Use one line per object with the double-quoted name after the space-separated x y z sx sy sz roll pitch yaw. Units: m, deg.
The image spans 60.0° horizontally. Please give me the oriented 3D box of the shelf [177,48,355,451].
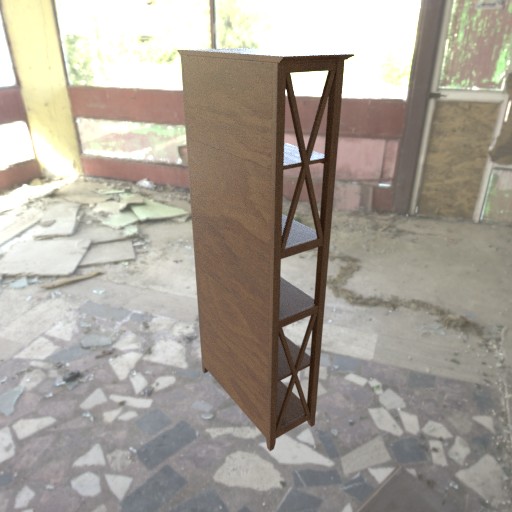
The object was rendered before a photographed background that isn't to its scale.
0.000 0.000 2.272 0.335 1.905 0.805 -17 31 -30 "shelf"
